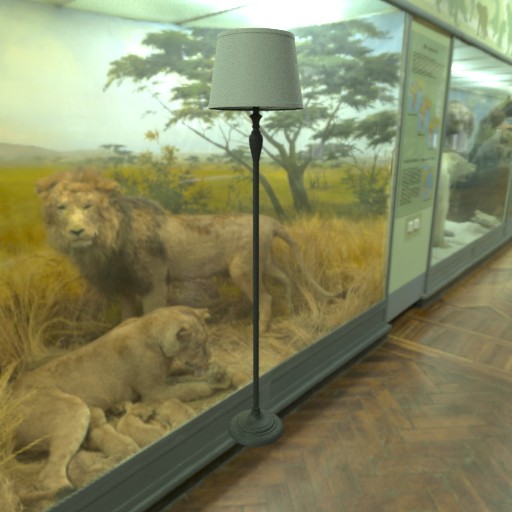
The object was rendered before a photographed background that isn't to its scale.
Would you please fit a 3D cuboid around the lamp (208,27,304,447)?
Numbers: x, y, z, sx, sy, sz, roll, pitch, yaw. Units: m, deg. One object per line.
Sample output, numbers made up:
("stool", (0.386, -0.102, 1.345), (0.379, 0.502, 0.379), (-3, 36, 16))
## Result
("lamp", (0.000, 0.000, 1.666), (0.327, 1.506, 0.327), (3, 16, 10))
